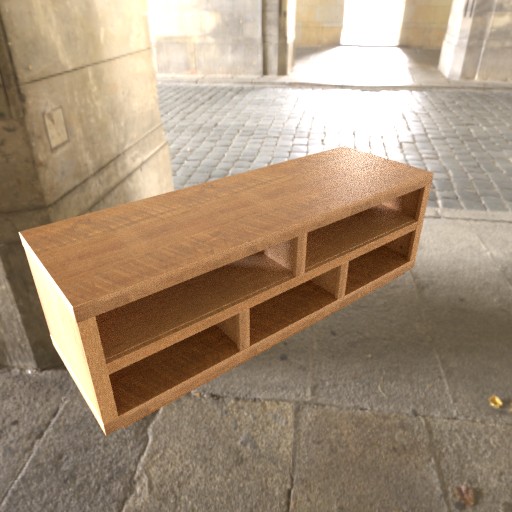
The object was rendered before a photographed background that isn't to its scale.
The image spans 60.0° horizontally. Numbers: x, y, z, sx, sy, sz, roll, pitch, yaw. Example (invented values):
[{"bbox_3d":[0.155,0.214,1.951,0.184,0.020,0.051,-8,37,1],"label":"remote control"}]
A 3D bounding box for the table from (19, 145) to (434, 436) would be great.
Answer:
[{"bbox_3d":[0.000,0.000,1.742,1.499,0.491,0.499,-22,37,-32],"label":"table"}]
